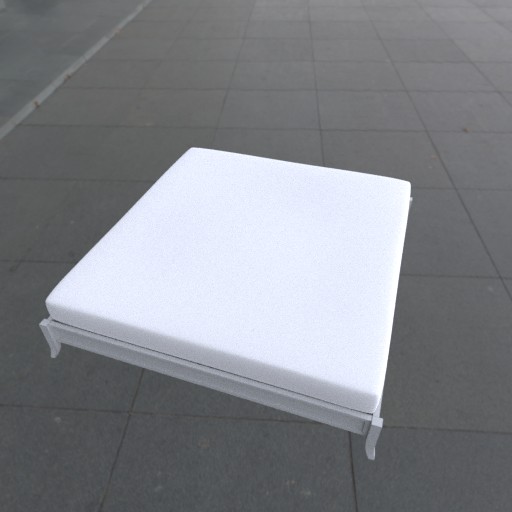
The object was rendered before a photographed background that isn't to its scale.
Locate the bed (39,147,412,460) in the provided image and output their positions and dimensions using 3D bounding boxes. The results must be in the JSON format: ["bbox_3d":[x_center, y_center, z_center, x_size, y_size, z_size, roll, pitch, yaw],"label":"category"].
[{"bbox_3d":[0.000,0.000,3.124,2.007,0.510,2.108,13,43,14],"label":"bed"}]
